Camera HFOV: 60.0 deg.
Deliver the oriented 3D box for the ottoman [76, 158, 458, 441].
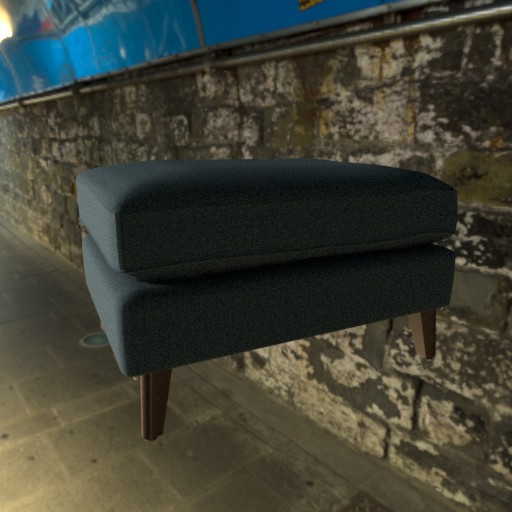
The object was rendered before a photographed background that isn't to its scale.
[{"bbox_3d":[0.000,0.000,1.195,0.835,0.503,0.629,-7,16,-25],"label":"ottoman"}]
